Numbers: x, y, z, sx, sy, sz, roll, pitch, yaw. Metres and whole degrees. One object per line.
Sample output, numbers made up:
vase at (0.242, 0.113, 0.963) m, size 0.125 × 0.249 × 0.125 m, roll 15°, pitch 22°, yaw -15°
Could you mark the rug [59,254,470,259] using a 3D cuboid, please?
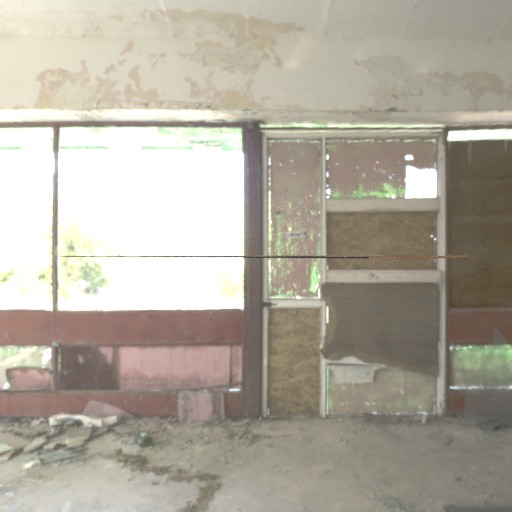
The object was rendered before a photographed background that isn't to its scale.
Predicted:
rug at (0.000, 0.000, 1.914) m, size 1.541 × 0.013 × 0.920 m, roll 0°, pitch 0°, yaw 36°
